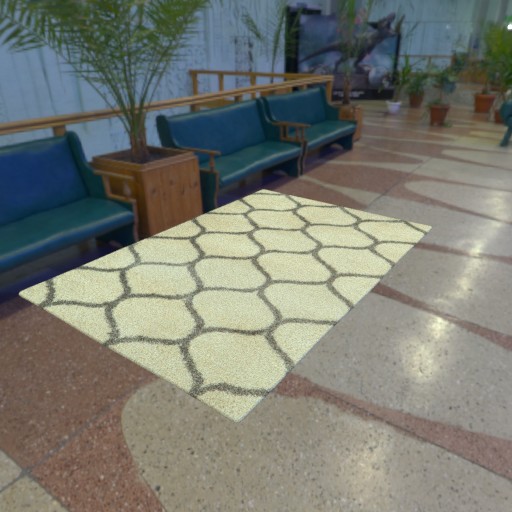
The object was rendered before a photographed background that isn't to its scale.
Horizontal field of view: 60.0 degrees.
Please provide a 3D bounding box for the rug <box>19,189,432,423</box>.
[{"bbox_3d":[0.000,0.000,3.326,1.801,0.026,2.701,18,31,32],"label":"rug"}]
